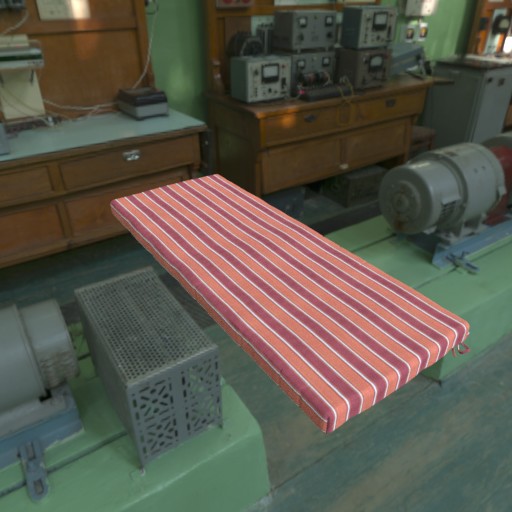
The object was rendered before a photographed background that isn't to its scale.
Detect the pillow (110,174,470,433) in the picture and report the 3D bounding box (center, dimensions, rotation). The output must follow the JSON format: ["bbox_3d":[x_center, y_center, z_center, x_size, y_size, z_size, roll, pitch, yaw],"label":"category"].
[{"bbox_3d":[0.000,0.000,1.329,0.492,0.081,1.187,-20,37,-29],"label":"pillow"}]
